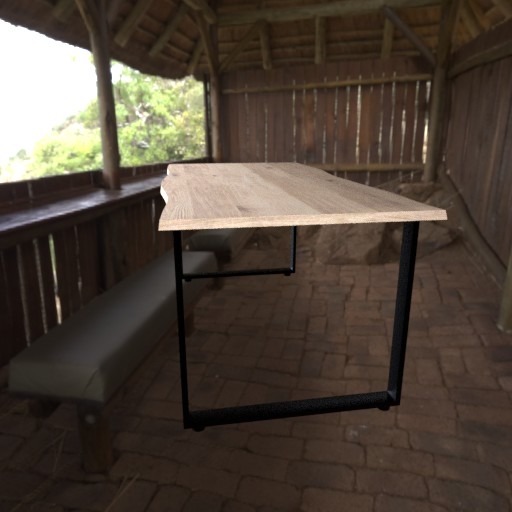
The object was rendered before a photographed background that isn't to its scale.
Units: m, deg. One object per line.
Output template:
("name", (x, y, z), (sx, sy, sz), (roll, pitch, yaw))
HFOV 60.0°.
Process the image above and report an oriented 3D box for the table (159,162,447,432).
("table", (0.000, 0.000, 2.257), (0.900, 0.780, 1.800), (-3, 17, -9))
